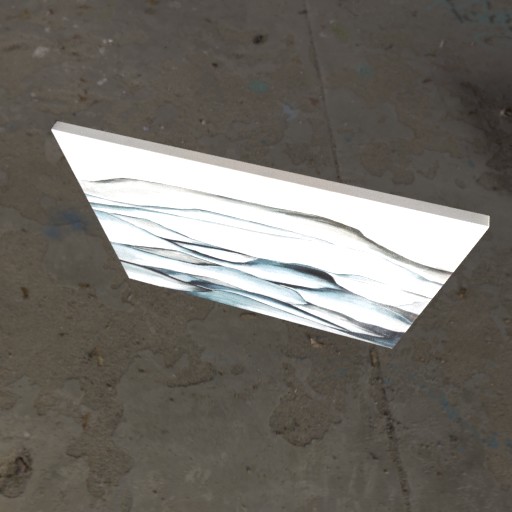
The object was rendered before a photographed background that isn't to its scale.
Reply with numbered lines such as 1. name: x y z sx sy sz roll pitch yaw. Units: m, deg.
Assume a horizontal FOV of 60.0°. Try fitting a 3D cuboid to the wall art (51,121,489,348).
1. wall art: 0.000 0.000 1.589 1.219 0.915 0.039 14 60 8
